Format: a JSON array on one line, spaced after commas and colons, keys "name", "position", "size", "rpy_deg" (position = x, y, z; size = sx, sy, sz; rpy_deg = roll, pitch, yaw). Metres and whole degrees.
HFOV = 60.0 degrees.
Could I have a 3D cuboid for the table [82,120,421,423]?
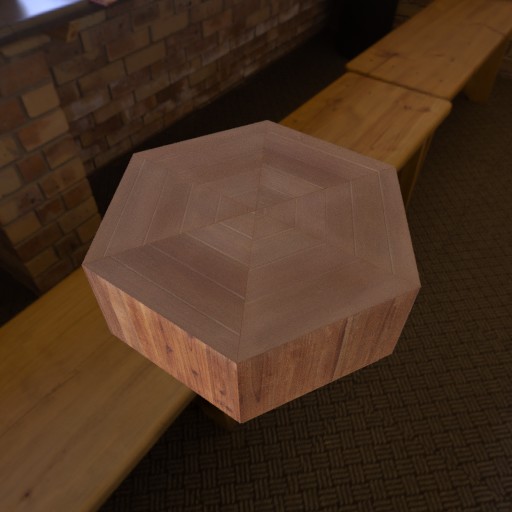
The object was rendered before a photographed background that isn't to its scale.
[{"name": "table", "position": [0.000, 0.000, 1.662], "size": [1.000, 0.456, 1.154], "rpy_deg": [3, 48, 3]}]
